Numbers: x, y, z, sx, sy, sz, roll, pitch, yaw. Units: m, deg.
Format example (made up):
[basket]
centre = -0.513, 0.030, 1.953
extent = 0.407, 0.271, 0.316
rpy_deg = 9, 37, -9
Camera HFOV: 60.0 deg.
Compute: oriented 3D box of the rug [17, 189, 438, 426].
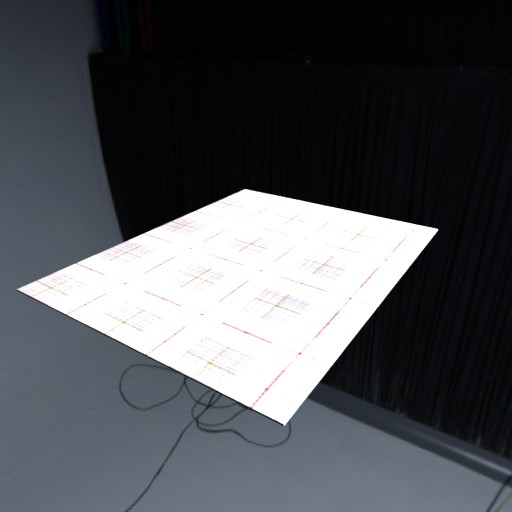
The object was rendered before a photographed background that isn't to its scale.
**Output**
[rug]
centre = 0.000, 0.000, 3.836
extent = 2.317, 0.016, 2.959
rpy_deg = 16, 31, 30
